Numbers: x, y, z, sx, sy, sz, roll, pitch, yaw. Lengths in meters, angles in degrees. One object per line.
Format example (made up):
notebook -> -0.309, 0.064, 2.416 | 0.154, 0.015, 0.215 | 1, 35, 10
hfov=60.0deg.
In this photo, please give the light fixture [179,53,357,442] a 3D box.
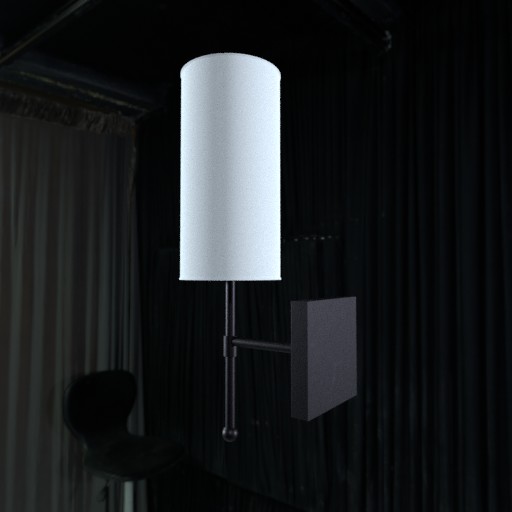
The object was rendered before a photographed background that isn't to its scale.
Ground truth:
light fixture -> 0.000, 0.000, 0.539 | 0.208, 0.462, 0.128 | -2, -3, 36
